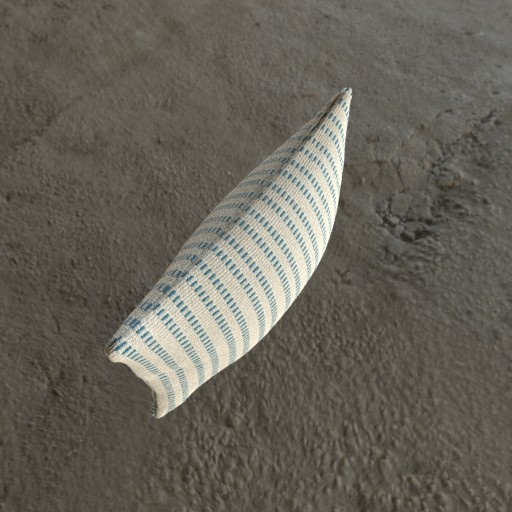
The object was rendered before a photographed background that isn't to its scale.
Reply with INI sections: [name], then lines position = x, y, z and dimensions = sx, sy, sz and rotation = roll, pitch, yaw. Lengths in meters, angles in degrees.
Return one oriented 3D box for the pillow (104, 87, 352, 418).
[pillow]
position = 0.000, 0.000, 0.832
dimensions = 0.210, 0.353, 0.640
rotation = 31, 63, 18
